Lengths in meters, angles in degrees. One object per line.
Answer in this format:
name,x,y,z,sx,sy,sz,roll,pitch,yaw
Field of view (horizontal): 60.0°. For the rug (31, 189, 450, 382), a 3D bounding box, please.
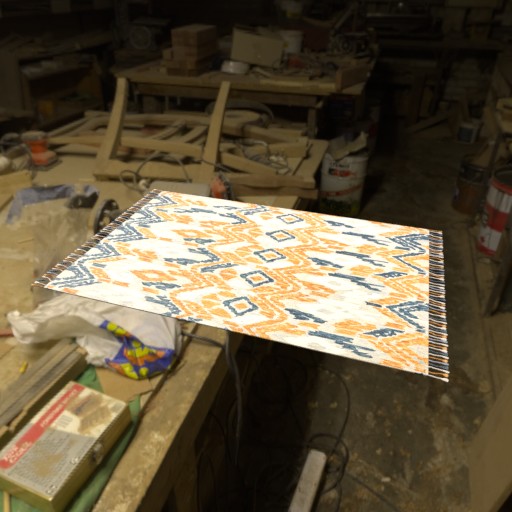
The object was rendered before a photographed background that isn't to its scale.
rug,0.000,0.000,3.017,2.428,0.010,1.533,10,34,15
